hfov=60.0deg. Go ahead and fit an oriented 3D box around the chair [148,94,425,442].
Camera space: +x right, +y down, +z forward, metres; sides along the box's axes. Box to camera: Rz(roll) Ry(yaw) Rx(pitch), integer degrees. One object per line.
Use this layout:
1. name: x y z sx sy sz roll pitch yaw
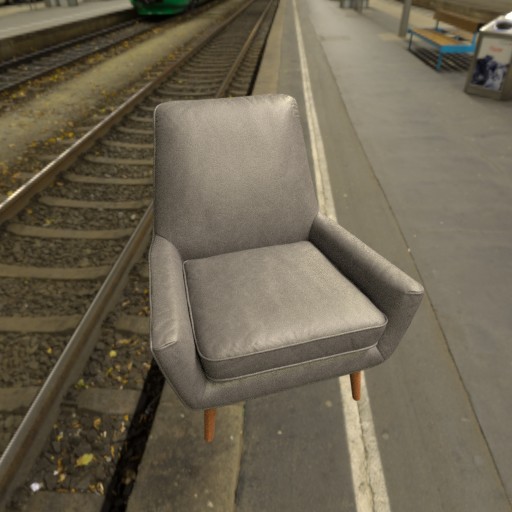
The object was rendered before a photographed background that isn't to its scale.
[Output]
1. chair: 0.000 0.000 1.506 0.787 0.888 0.822 -10 34 -15
